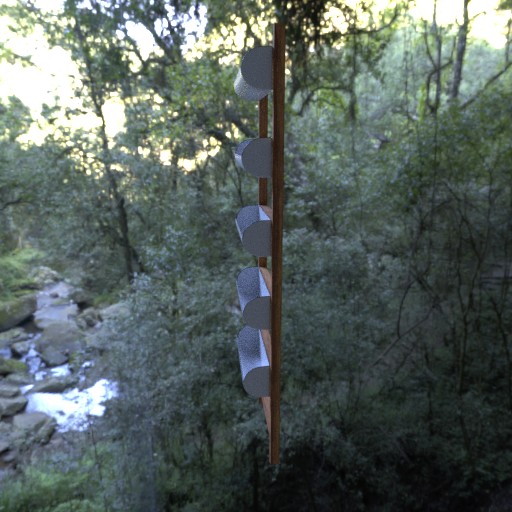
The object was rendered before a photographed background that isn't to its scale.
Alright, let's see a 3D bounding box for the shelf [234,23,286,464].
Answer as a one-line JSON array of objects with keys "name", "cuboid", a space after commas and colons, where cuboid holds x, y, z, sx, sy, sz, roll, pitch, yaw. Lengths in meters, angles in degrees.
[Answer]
[{"name": "shelf", "cuboid": [0.000, 0.000, 1.782, 0.141, 1.600, 0.454, -1, 14, -6]}]
